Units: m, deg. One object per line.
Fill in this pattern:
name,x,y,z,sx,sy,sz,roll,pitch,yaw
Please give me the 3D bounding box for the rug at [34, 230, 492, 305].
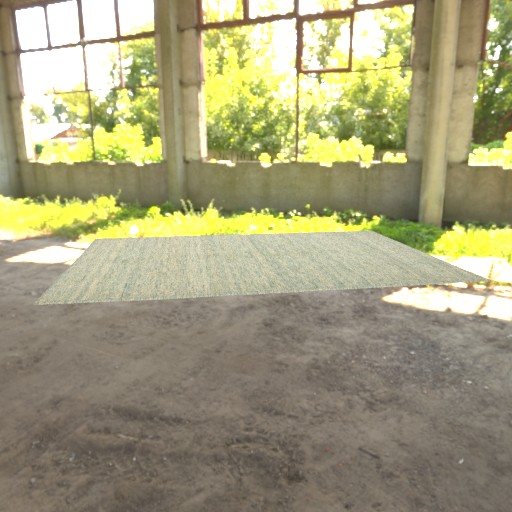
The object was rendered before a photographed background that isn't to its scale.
rug,0.000,0.000,2.359,1.850,0.015,1.250,-2,14,-9
